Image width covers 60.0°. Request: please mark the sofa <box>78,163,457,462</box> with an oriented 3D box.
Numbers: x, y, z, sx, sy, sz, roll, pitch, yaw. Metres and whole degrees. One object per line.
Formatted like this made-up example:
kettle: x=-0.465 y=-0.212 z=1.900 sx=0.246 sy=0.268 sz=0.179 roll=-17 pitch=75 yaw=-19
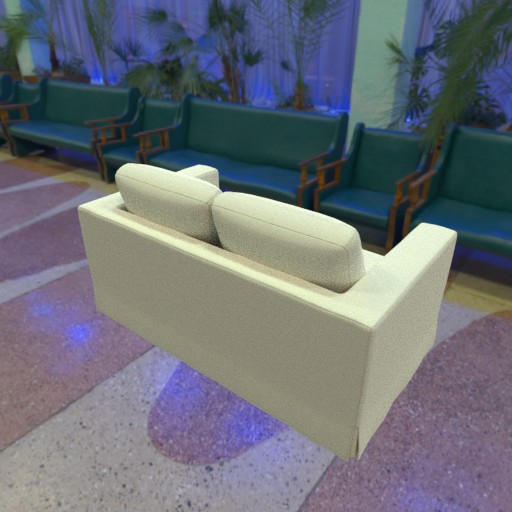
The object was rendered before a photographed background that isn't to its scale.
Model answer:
sofa: x=0.000 y=0.000 z=2.438 sx=1.813 sy=0.932 sz=1.009 roll=21 pitch=35 yaw=33
